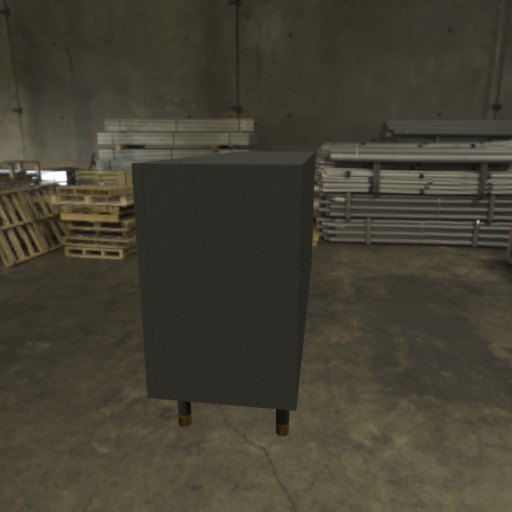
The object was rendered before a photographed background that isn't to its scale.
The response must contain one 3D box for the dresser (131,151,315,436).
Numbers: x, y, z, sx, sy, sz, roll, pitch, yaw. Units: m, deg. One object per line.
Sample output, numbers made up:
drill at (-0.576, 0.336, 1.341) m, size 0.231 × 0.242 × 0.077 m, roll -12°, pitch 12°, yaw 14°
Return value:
dresser at (0.000, 0.000, 1.965) m, size 0.463 × 0.872 × 1.558 m, roll 2°, pitch 15°, yaw 8°
